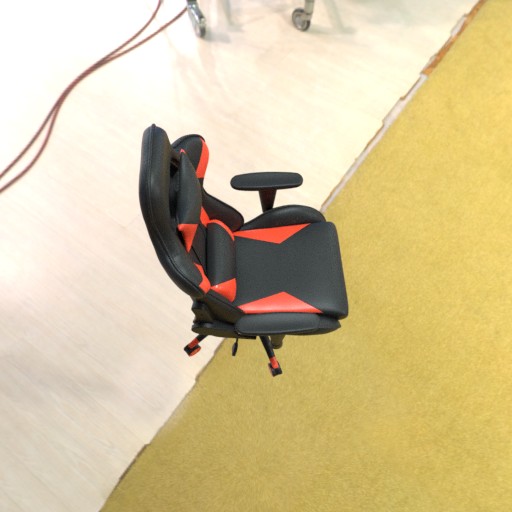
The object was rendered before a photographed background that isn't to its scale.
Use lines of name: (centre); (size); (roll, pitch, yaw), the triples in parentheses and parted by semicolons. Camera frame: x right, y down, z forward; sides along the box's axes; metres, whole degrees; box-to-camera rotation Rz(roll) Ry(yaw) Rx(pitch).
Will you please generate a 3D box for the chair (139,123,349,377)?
chair: (0.000, 0.000, 1.712); (0.730, 1.282, 0.695); (-3, 64, -1)
